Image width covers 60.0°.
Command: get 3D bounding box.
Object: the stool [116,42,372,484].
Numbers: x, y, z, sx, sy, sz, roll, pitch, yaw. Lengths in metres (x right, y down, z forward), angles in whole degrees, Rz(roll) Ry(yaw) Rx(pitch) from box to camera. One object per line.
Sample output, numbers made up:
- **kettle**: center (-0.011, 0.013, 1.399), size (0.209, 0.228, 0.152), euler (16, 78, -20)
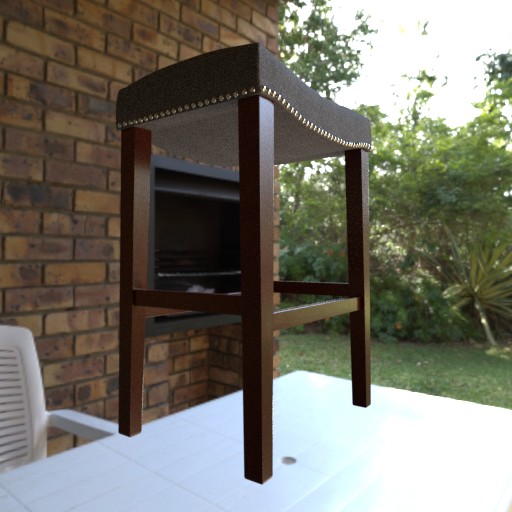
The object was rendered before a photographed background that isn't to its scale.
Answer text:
- **stool**: center (0.000, 0.000, 1.014), size (0.372, 0.742, 0.504), euler (0, 0, 35)
